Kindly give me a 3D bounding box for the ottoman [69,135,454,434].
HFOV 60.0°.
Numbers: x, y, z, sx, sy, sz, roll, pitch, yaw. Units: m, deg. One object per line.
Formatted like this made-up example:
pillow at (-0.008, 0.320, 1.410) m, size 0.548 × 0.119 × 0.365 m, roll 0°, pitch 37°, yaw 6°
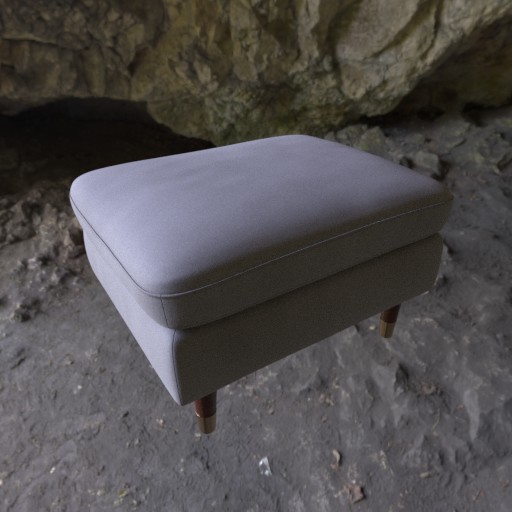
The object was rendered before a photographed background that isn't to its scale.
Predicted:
ottoman at (0.000, 0.000, 1.108) m, size 0.747 × 0.478 × 0.593 m, roll -18°, pitch 35°, yaw -29°
